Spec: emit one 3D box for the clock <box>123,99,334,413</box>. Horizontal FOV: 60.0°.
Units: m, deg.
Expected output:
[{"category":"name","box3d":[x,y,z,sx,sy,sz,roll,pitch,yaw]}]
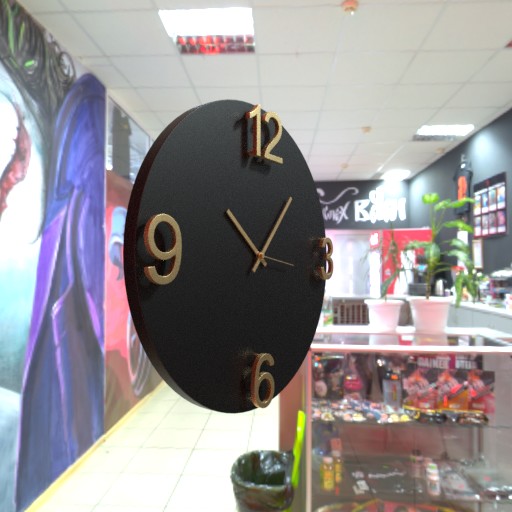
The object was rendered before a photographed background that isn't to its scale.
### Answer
[{"category":"clock","box3d":[0.000,0.000,0.667,0.038,0.454,0.454,-1,-2,36]}]
